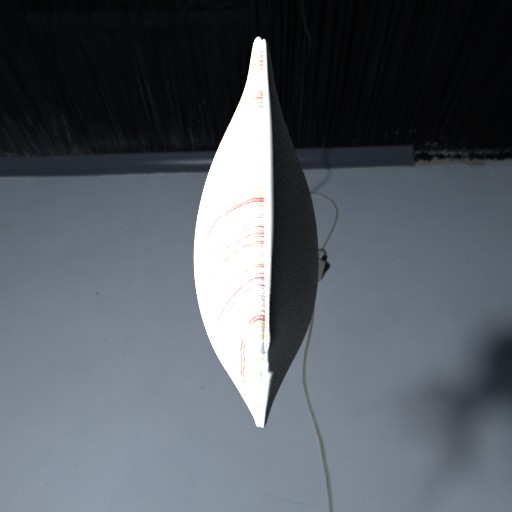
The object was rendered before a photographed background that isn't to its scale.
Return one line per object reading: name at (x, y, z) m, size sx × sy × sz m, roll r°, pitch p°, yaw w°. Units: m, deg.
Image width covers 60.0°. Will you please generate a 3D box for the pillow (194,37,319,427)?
pillow at (0.000, 0.000, 0.693) m, size 0.191 × 0.449 × 0.451 m, roll 0°, pitch 59°, yaw 0°
